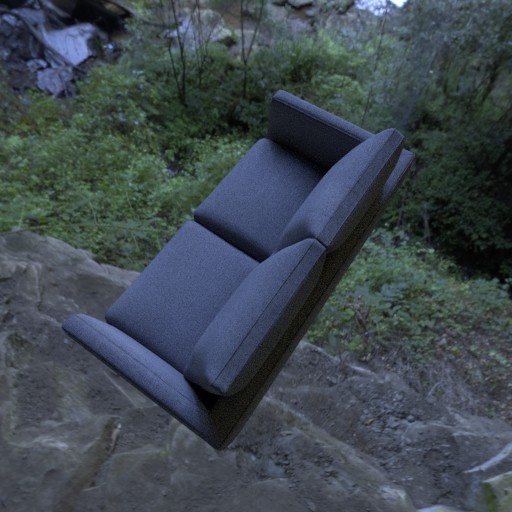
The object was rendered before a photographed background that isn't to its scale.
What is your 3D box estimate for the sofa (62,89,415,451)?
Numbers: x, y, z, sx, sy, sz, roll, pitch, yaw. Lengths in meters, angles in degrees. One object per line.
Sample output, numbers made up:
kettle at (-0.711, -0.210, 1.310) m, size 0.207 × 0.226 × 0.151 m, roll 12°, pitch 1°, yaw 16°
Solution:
sofa at (0.000, 0.000, 2.135) m, size 0.803 × 0.924 × 1.594 m, roll 31°, pitch 67°, yaw 15°
